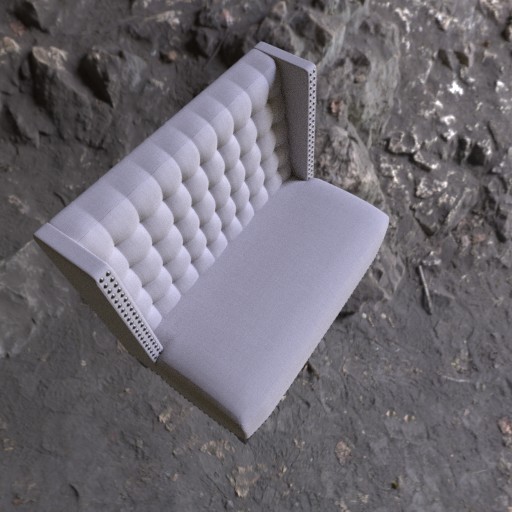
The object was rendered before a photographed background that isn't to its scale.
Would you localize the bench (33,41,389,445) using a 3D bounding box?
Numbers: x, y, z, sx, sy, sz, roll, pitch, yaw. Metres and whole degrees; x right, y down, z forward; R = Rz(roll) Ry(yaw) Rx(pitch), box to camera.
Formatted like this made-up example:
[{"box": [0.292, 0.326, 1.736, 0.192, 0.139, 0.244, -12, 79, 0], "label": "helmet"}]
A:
[{"box": [0.000, 0.000, 2.000, 0.847, 1.123, 1.280, 31, 63, 18], "label": "bench"}]
